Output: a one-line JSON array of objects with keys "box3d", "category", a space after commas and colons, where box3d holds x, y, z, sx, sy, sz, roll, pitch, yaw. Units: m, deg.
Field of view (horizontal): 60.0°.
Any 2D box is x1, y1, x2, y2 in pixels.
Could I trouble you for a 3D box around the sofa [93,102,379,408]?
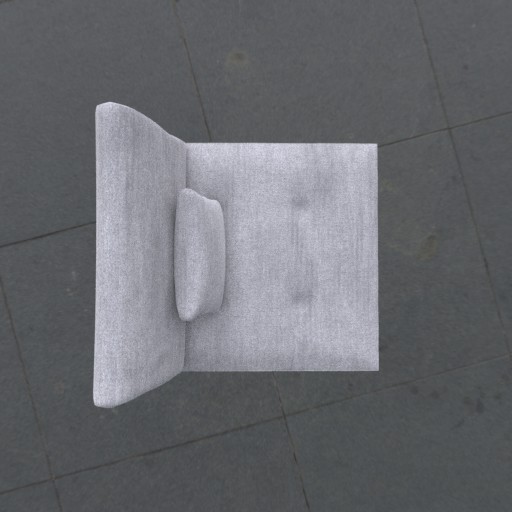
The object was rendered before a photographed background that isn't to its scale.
[{"box3d": [0.000, 0.000, 1.698, 1.000, 0.820, 0.930, 0, 89, -1], "category": "sofa"}]
